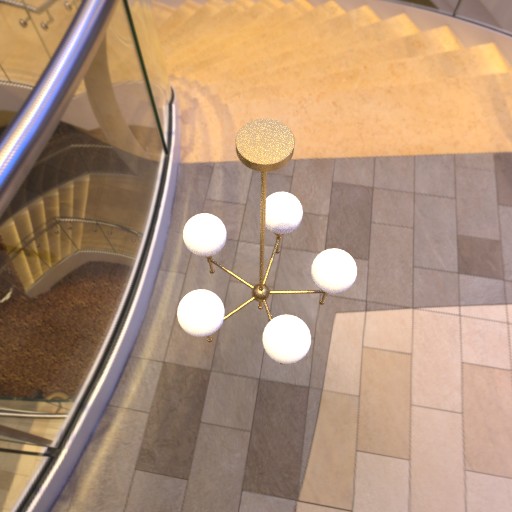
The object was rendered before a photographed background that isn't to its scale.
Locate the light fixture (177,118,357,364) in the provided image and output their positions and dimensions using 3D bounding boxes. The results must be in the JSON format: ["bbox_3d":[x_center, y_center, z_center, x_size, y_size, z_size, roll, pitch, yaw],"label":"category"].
[{"bbox_3d":[0.000,0.000,1.793,0.785,1.331,0.815,-34,68,-15],"label":"light fixture"}]
